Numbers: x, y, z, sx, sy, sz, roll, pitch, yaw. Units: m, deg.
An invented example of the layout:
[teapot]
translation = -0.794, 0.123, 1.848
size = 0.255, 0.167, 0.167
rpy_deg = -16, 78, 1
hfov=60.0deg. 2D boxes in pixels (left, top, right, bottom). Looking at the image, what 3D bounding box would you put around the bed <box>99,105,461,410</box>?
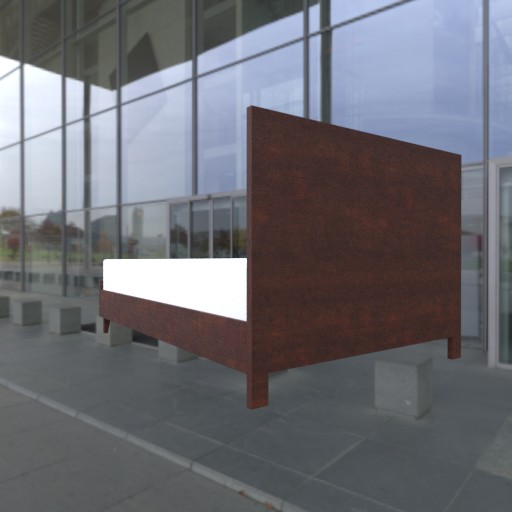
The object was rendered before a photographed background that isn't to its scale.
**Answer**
[bed]
translation = 0.000, 0.000, 3.201
size = 1.600, 1.270, 2.184
rpy_deg = 0, 0, -35
